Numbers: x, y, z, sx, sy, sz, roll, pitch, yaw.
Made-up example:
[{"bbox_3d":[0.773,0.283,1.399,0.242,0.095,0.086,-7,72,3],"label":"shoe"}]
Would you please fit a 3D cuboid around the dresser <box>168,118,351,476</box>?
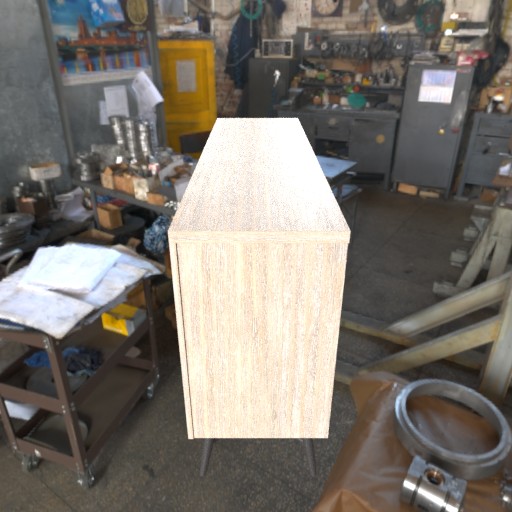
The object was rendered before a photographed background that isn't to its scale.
[{"bbox_3d":[0.000,0.000,1.953,0.457,0.914,1.524,0,27,0],"label":"dresser"}]
